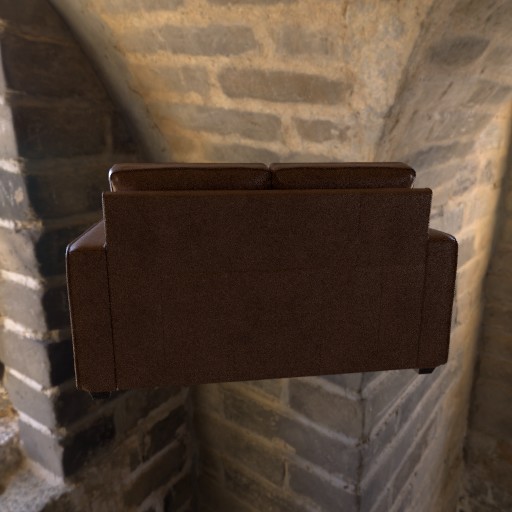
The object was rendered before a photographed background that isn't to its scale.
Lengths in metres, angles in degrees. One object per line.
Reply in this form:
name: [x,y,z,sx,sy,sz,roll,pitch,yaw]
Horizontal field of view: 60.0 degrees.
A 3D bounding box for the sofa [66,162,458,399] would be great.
sofa: [0.000,0.000,2.141,1.532,0.896,1.020,-2,13,-8]
